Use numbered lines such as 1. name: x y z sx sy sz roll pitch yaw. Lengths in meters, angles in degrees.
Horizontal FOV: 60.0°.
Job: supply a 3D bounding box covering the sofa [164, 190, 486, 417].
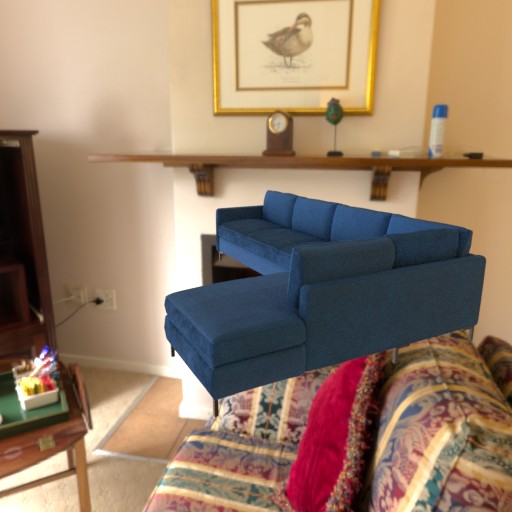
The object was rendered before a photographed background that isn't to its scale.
1. sofa: 0.000 0.000 3.216 1.707 0.687 2.486 -7 16 -26
